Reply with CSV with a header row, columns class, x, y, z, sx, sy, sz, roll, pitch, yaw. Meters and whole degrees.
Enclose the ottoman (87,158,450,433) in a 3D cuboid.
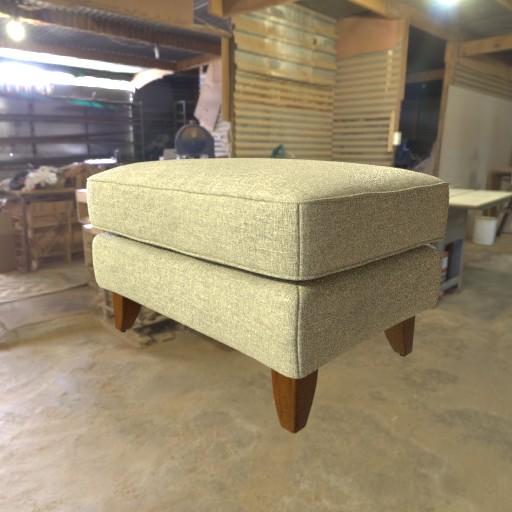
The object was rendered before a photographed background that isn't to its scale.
class,x,y,z,sx,sy,sz,roll,pitch,yaw
ottoman,0.000,0.000,1.315,0.661,0.561,0.889,-13,19,-43
